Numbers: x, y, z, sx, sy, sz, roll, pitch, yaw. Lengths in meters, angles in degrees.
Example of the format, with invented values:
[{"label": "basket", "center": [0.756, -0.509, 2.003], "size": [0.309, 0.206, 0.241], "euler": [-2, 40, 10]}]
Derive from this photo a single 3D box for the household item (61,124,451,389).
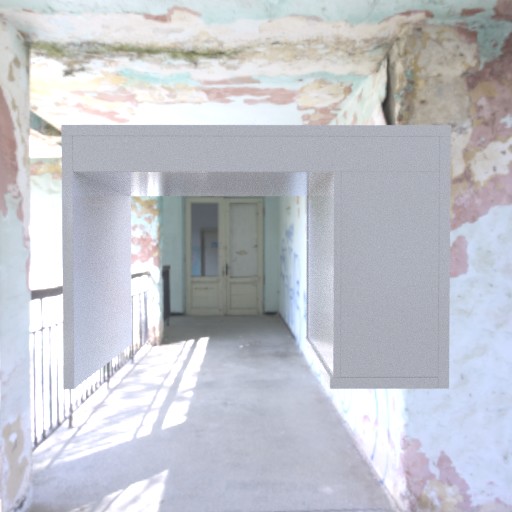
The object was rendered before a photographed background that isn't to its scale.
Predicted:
[{"label": "household item", "center": [0.000, 0.000, 1.554], "size": [1.100, 0.749, 0.597], "euler": [0, 1, 0]}]
